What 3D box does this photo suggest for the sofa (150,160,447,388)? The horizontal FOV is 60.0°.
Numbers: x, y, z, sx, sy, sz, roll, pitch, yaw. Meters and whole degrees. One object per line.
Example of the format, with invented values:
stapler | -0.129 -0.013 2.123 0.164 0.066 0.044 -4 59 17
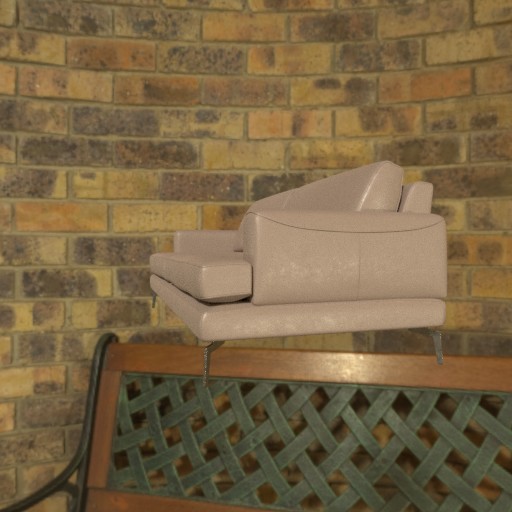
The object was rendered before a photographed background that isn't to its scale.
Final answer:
sofa | 0.000 0.000 2.376 0.974 0.765 1.940 0 1 -18
